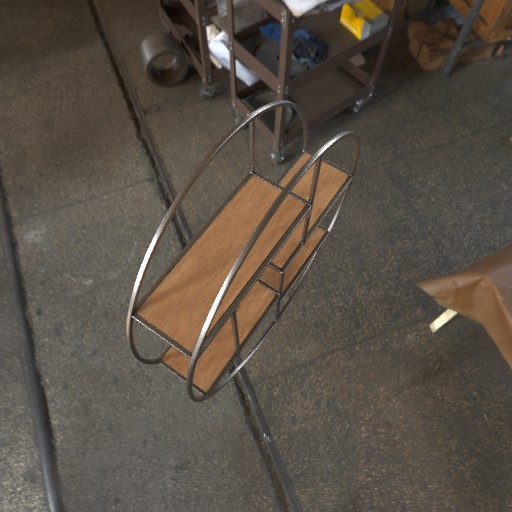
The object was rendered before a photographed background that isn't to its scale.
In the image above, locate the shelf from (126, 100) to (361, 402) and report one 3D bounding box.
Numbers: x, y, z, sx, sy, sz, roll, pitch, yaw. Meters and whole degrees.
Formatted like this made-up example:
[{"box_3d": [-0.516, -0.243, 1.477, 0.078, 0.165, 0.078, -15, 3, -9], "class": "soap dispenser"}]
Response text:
[{"box_3d": [0.000, 0.000, 1.353, 0.202, 0.888, 0.888, 31, 67, 15], "class": "shelf"}]
